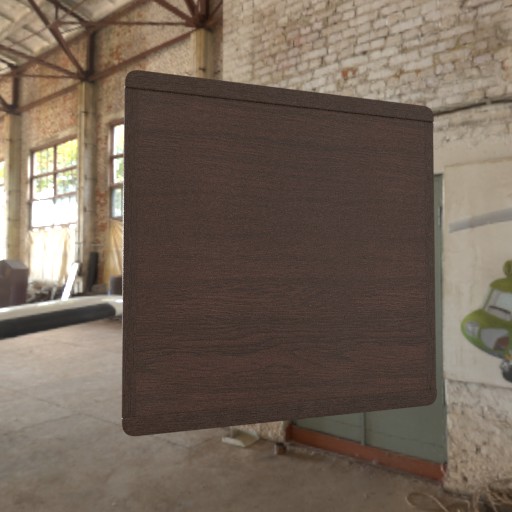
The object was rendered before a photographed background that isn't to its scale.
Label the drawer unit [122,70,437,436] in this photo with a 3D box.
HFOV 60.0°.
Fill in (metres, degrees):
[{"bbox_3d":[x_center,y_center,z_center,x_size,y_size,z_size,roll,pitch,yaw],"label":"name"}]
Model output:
[{"bbox_3d":[0.000,0.000,0.598,0.344,0.344,0.290,1,-2,-17],"label":"drawer unit"}]
